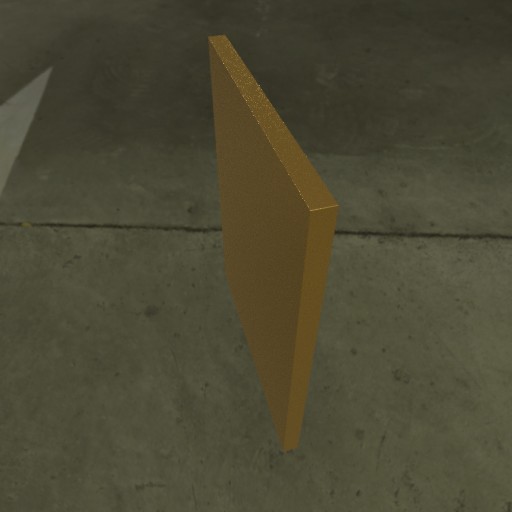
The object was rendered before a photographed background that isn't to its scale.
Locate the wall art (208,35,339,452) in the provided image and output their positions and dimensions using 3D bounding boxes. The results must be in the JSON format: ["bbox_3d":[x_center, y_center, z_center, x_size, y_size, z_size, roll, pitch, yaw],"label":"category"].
[{"bbox_3d":[0.000,0.000,1.023,0.038,0.762,0.610,-12,47,-11],"label":"wall art"}]
